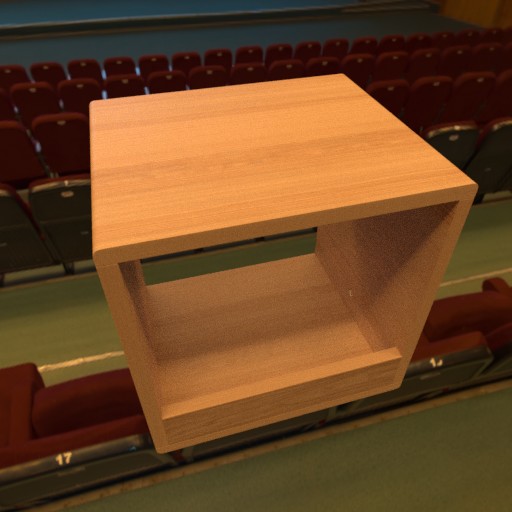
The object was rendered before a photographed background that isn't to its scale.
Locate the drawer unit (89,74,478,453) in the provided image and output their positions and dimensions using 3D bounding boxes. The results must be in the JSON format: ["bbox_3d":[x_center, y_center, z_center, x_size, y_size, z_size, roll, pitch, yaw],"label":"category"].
[{"bbox_3d":[0.000,0.000,0.589,0.344,0.344,0.290,-11,43,-12],"label":"drawer unit"}]
